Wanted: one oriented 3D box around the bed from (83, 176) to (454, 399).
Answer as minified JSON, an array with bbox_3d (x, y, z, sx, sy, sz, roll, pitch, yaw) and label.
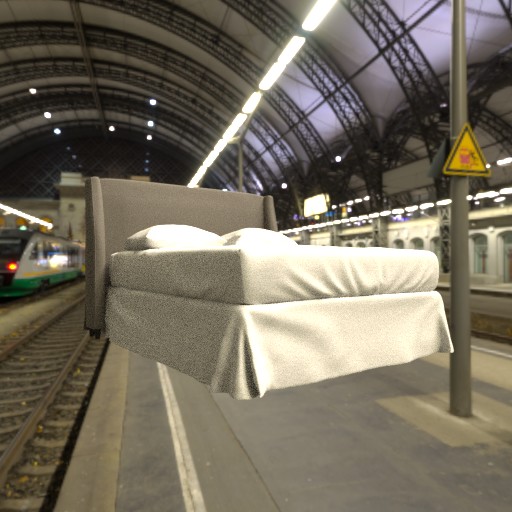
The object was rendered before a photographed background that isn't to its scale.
[{"bbox_3d":[0.000,0.000,3.349,1.925,1.332,2.276,0,-1,-36],"label":"bed"}]
